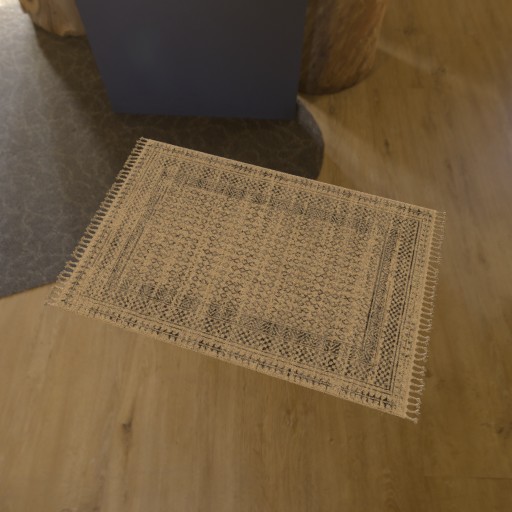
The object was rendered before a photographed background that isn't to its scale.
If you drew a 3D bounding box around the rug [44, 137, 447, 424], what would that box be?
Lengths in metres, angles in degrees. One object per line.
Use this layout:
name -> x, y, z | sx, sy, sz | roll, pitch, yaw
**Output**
rug -> 0.000, 0.000, 3.091 | 2.486, 0.013, 1.548 | 16, 63, 8
